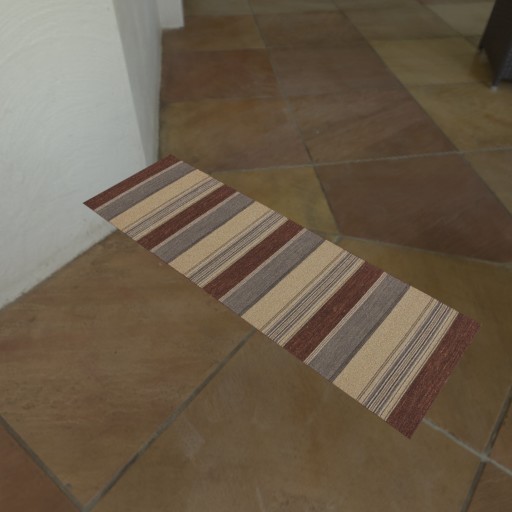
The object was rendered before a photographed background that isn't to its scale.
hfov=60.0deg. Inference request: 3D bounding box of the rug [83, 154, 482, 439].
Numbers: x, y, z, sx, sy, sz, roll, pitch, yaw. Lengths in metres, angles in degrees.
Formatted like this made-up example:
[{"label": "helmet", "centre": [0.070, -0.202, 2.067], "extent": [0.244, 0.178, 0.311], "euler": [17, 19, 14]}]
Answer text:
[{"label": "rug", "centre": [0.000, 0.000, 2.665], "extent": [2.437, 0.006, 0.792], "euler": [32, 54, 27]}]
